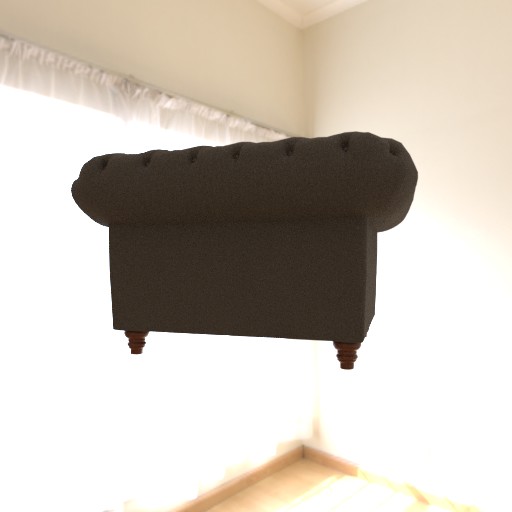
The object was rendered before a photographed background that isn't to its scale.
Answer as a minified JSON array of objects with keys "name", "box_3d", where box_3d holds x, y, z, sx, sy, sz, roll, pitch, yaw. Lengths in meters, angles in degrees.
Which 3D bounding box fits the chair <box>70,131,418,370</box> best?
[{"name":"chair","box_3d":[0.000,0.000,1.877,1.270,0.770,0.976,0,-1,18]}]
